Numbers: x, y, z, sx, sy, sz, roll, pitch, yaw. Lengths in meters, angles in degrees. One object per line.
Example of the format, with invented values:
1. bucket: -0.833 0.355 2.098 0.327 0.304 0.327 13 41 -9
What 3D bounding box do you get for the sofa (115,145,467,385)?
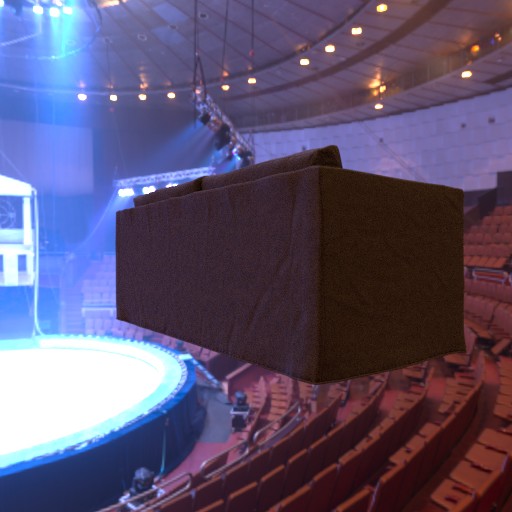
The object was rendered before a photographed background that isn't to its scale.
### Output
1. sofa: 0.000 0.000 2.494 0.953 0.855 1.982 0 0 -37
